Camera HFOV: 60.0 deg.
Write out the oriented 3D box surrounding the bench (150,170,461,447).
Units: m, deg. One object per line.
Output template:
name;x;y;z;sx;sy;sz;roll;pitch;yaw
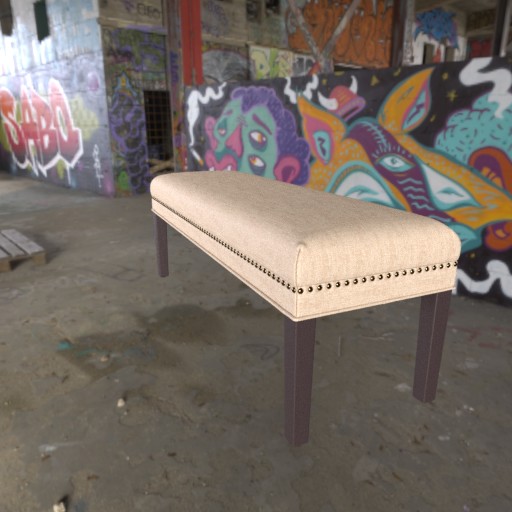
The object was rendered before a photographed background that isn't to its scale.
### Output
bench;0.000;0.000;1.438;0.410;0.457;1.219;-8;18;-24
